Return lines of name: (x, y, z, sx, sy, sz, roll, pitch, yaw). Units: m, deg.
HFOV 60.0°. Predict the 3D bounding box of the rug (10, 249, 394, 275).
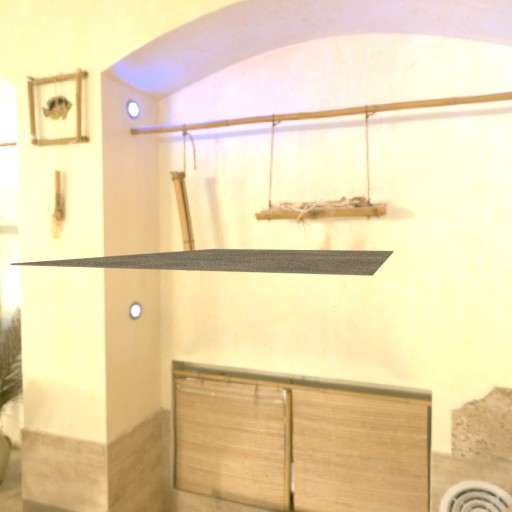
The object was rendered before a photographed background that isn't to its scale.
rug: (0.000, 0.000, 2.806, 1.600, 0.008, 2.235, 1, 3, 19)
